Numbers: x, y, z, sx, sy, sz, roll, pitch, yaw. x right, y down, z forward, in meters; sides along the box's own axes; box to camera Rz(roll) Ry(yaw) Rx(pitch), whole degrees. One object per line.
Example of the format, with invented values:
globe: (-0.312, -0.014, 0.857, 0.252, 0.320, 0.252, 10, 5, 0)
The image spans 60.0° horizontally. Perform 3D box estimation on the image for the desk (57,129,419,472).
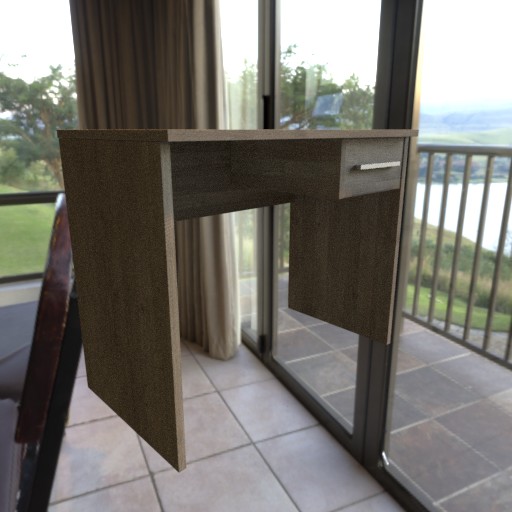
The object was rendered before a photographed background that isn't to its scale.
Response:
desk: (0.000, 0.000, 1.321, 0.893, 0.724, 0.498, -15, 22, -42)
